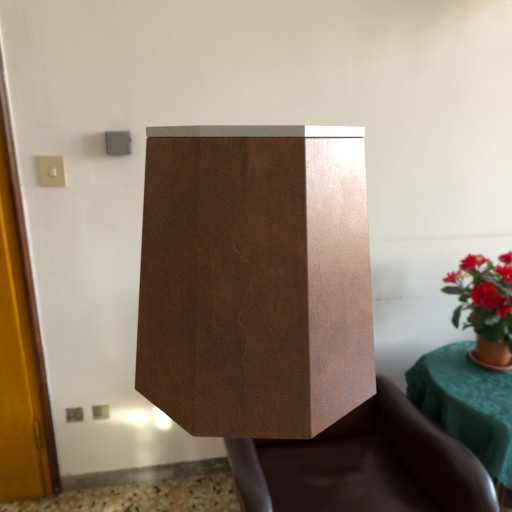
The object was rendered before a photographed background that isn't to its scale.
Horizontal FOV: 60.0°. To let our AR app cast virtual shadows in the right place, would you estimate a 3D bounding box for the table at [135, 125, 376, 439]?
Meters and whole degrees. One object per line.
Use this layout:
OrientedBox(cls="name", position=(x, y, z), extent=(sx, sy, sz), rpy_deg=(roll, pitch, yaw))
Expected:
OrientedBox(cls="table", position=(0.000, 0.000, 0.821), extent=(0.439, 0.457, 0.439), rpy_deg=(15, 21, 43))
